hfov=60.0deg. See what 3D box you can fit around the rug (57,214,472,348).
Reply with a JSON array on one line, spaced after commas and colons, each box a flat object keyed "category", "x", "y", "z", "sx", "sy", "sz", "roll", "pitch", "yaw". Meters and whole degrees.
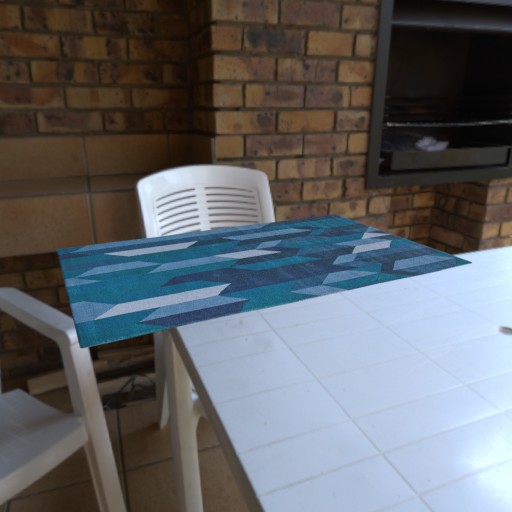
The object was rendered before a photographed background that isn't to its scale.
[{"category": "rug", "x": 0.000, "y": 0.000, "z": 3.030, "sx": 2.420, "sy": 0.005, "sz": 1.528, "roll": -9, "pitch": 21, "yaw": -25}]
